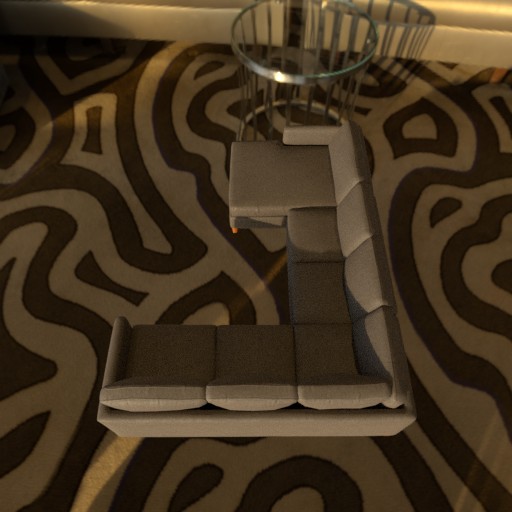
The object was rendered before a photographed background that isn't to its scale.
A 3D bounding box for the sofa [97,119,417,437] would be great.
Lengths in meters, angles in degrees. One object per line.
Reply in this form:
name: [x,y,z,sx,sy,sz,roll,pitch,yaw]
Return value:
sofa: [0.000,0.000,4.650,2.594,0.961,3.460,0,58,0]
